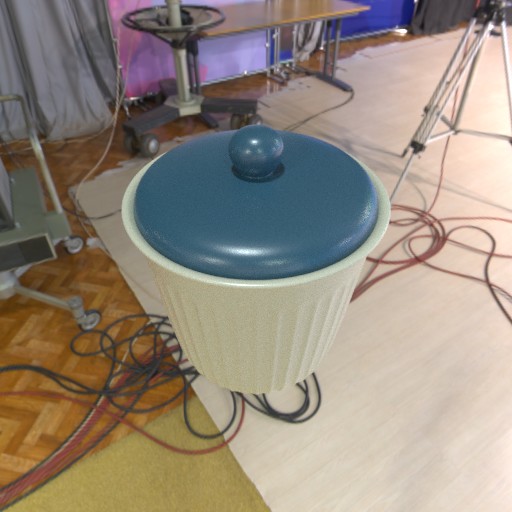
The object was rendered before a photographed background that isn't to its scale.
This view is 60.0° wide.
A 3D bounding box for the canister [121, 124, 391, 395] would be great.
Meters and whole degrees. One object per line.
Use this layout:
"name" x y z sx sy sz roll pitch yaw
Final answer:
"canister" 0.000 0.000 0.344 0.181 0.211 0.181 0 42 0
